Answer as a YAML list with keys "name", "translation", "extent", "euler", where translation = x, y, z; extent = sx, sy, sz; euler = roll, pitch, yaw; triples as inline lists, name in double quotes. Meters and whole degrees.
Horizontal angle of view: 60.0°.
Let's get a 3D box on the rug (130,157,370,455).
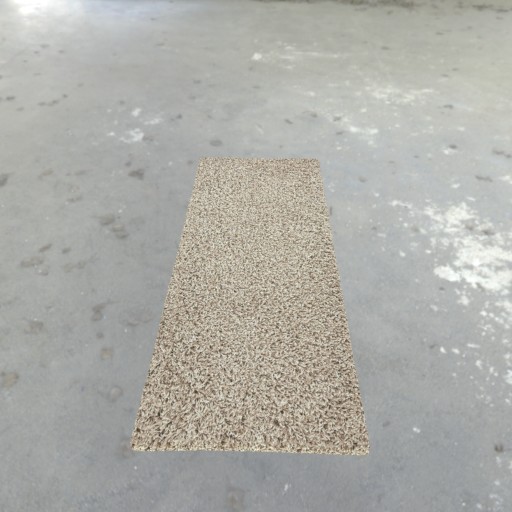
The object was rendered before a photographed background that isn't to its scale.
- name: "rug"
  translation: [0.000, 0.000, 1.696]
  extent: [0.609, 0.030, 1.524]
  euler: [1, 40, 1]
